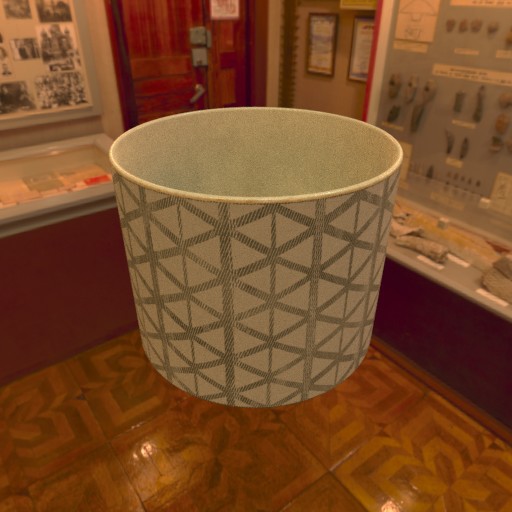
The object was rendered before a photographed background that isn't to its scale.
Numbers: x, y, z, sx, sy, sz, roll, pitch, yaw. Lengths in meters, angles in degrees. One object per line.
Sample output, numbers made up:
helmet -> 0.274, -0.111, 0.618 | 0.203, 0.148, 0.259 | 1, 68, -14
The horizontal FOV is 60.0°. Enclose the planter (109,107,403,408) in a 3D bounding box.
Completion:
planter -> 0.000, 0.000, 0.344 | 0.190, 0.181, 0.190 | 0, 32, 0
